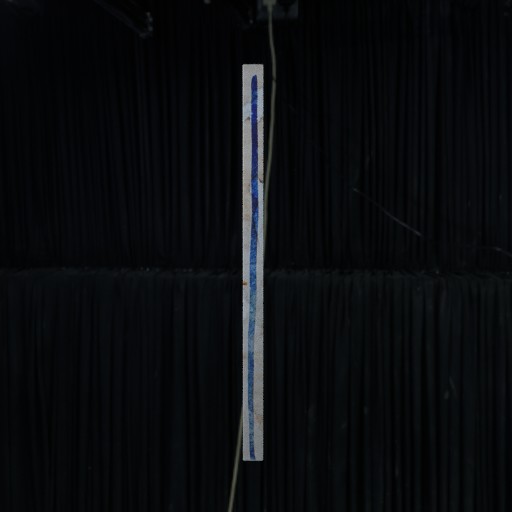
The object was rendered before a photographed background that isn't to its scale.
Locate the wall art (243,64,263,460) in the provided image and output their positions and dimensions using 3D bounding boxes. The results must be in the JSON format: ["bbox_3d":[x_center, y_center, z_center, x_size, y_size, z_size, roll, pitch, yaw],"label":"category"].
[{"bbox_3d":[0.000,0.000,1.139,0.030,0.609,0.919,0,2,1],"label":"wall art"}]
